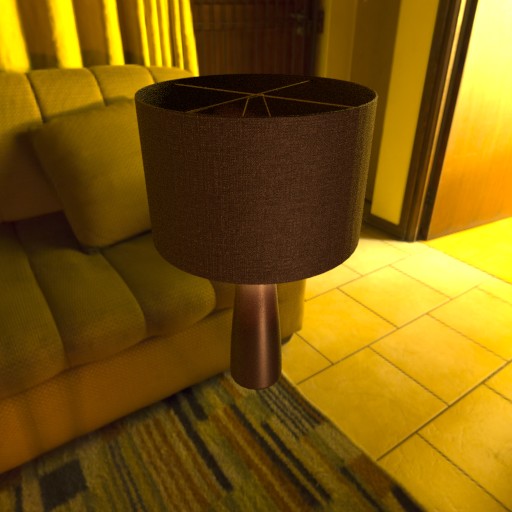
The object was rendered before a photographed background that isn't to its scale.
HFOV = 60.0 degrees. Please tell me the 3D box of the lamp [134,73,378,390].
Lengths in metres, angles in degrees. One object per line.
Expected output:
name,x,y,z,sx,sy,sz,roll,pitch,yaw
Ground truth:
lamp,0.000,0.000,0.687,0.303,0.488,0.303,0,30,0
